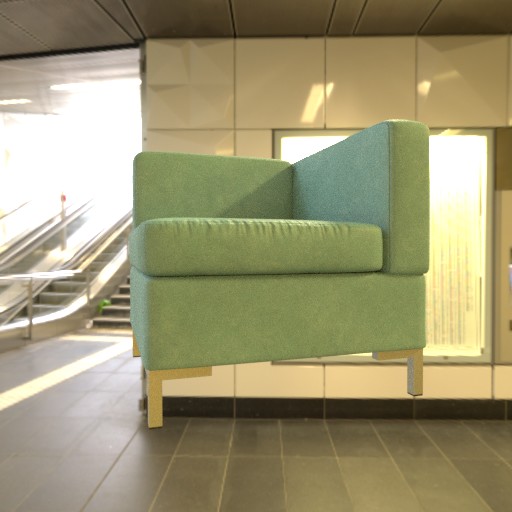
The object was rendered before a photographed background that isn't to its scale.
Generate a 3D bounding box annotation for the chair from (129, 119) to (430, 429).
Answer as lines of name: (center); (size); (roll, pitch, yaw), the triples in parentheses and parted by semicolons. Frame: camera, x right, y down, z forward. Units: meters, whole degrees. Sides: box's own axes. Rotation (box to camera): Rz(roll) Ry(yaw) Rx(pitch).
chair: (0.000, 0.000, 1.241); (0.680, 0.660, 0.680); (0, 1, -18)
